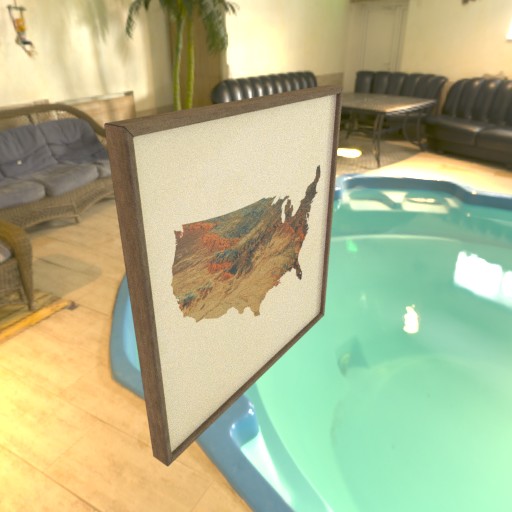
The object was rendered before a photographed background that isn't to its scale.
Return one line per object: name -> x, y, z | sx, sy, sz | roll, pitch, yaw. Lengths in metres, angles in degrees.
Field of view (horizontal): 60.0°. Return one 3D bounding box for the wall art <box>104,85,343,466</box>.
wall art -> 0.000, 0.000, 1.120 | 0.050, 0.751, 0.749 | 18, 32, 32
